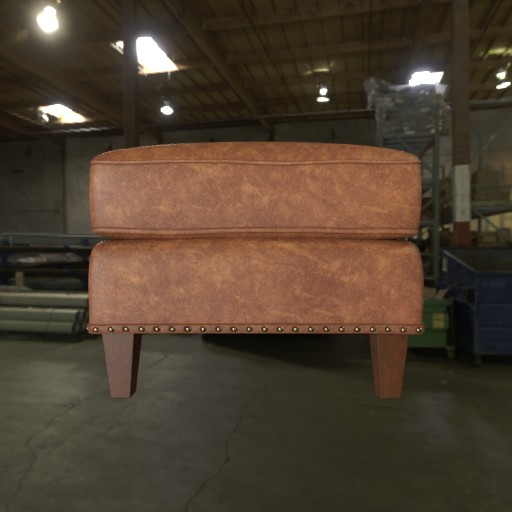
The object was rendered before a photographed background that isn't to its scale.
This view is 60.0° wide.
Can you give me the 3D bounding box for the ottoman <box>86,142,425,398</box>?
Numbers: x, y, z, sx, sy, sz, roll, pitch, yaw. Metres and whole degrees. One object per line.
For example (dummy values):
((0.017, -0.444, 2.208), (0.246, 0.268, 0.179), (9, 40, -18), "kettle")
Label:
((0.000, 0.000, 1.111), (0.586, 0.486, 0.742), (0, 2, 0), "ottoman")
